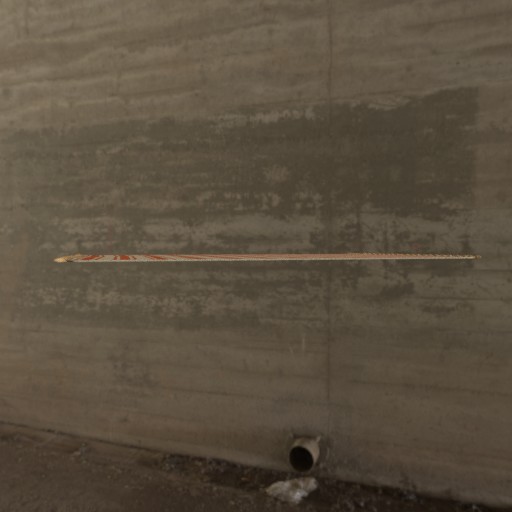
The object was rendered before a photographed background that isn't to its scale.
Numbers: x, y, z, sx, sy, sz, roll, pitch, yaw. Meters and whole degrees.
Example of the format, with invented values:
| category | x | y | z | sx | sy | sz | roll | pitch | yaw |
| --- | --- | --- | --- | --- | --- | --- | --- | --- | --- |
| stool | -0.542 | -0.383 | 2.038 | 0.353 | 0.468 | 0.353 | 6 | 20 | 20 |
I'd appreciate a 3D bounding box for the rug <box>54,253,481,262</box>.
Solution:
| category | x | y | z | sx | sy | sz | roll | pitch | yaw |
| --- | --- | --- | --- | --- | --- | --- | --- | --- | --- |
| rug | 0.000 | 0.000 | 3.080 | 2.433 | 0.022 | 1.556 | 0 | 1 | -18 |
